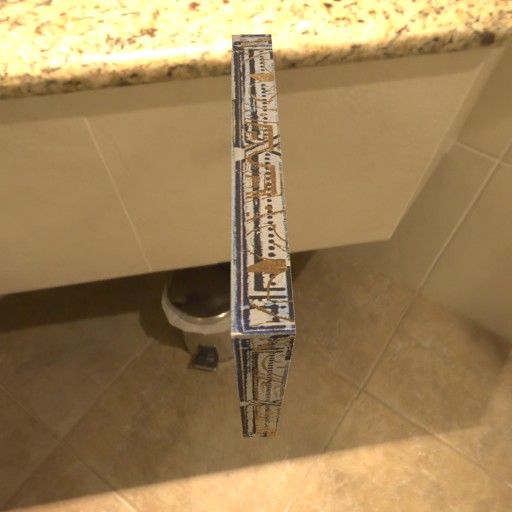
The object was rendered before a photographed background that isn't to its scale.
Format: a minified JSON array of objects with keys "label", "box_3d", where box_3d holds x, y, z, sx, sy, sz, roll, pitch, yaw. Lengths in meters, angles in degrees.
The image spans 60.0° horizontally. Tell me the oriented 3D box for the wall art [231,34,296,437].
[{"label":"wall art","box_3d":[0.000,0.000,0.465,0.038,0.306,0.302,-1,57,-1]}]
